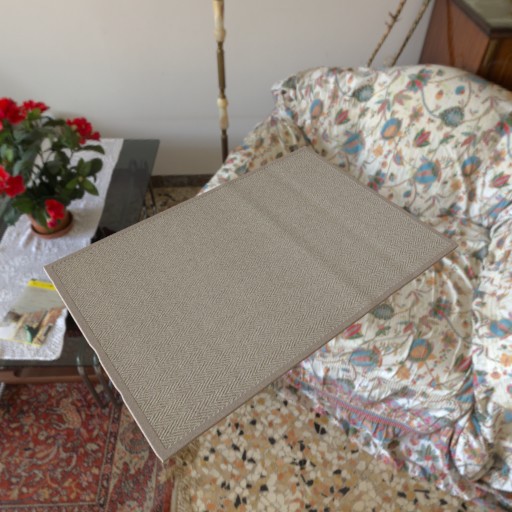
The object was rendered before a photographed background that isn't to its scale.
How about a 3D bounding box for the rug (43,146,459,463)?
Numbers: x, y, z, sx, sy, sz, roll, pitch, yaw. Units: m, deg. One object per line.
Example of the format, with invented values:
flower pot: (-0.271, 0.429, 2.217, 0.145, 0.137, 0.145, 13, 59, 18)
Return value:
rug: (0.000, 0.000, 2.924, 2.290, 0.021, 1.540, -29, 53, -25)
